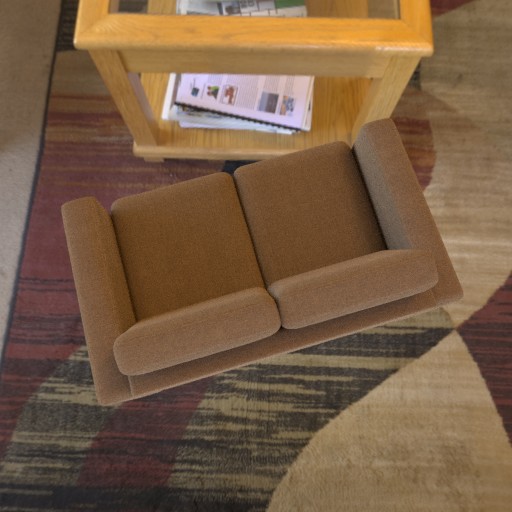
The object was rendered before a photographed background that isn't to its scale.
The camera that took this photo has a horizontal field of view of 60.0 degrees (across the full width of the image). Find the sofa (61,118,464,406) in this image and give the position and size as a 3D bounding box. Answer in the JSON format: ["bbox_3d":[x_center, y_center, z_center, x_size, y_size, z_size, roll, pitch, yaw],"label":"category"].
[{"bbox_3d":[0.000,0.000,2.006,1.520,0.800,0.900,-16,76,-4],"label":"sofa"}]
